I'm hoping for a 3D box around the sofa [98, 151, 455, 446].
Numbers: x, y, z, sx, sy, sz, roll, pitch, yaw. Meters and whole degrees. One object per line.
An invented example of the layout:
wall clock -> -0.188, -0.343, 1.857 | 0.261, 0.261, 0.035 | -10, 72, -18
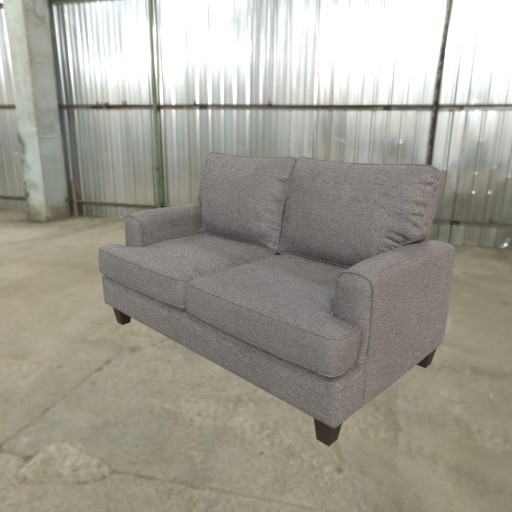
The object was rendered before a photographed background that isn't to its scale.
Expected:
sofa -> 0.000, 0.000, 2.253 | 1.651, 0.965, 0.965 | 15, 22, 42
